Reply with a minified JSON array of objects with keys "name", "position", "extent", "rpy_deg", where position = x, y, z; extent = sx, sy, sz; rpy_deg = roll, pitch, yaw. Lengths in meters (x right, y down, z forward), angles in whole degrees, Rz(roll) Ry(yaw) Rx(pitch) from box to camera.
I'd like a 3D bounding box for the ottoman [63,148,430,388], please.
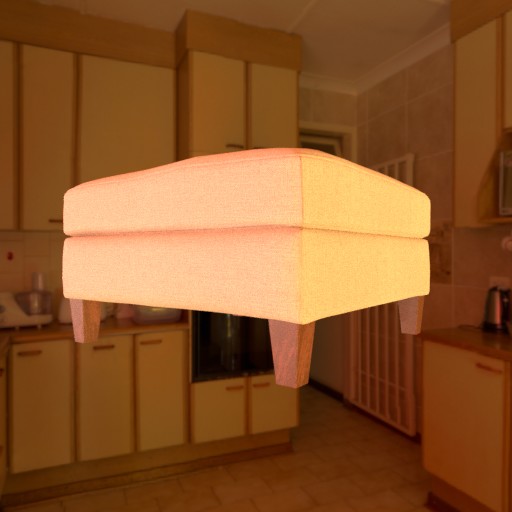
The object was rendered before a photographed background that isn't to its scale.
[{"name":"ottoman","position":[0.000,0.000,1.376],"extent":[0.838,0.503,0.838],"rpy_deg":[0,0,37]}]
